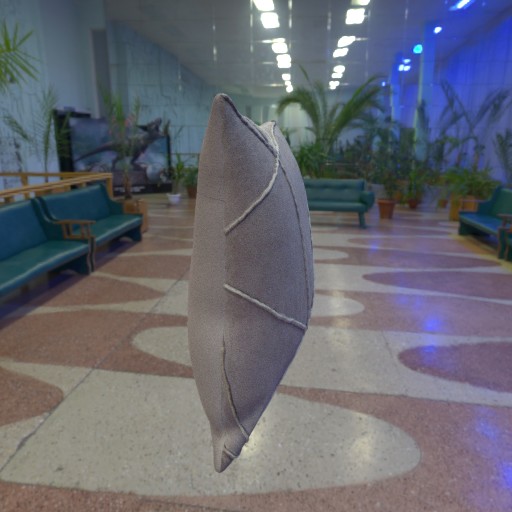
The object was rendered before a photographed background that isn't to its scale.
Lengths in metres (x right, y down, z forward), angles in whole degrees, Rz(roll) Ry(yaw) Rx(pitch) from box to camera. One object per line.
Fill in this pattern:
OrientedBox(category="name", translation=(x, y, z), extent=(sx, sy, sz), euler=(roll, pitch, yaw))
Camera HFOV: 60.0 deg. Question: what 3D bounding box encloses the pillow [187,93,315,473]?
OrientedBox(category="pillow", translation=(0.000, 0.000, 0.691), extent=(0.185, 0.440, 0.439), euler=(2, 15, 9))
